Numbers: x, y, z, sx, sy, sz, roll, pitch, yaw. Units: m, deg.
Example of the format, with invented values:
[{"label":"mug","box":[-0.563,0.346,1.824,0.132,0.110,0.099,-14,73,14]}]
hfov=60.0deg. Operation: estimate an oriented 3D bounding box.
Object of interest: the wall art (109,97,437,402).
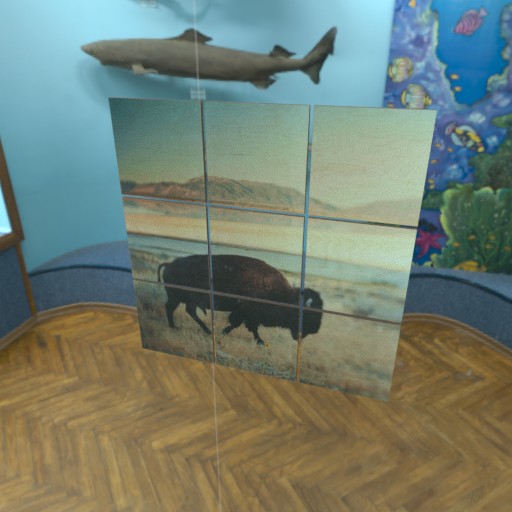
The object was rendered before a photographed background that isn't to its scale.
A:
[{"label":"wall art","box":[0.000,0.000,1.376,0.906,0.904,0.018,8,27,16]}]
